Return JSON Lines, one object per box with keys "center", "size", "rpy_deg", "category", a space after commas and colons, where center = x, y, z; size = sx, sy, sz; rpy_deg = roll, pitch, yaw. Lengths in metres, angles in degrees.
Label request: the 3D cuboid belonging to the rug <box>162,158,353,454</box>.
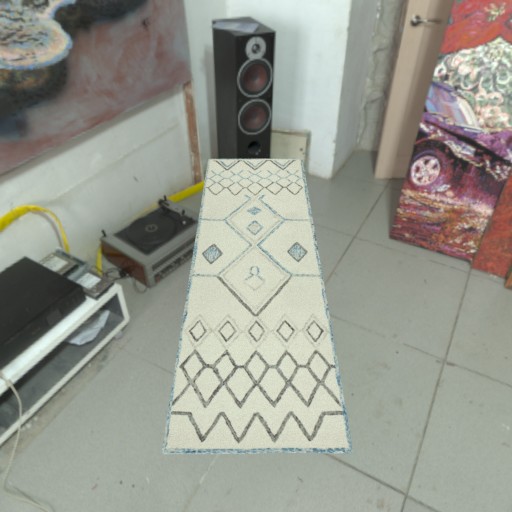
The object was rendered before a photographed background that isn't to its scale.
{"center": [0.000, 0.000, 2.700], "size": [0.770, 0.013, 2.434], "rpy_deg": [0, 40, 0], "category": "rug"}
